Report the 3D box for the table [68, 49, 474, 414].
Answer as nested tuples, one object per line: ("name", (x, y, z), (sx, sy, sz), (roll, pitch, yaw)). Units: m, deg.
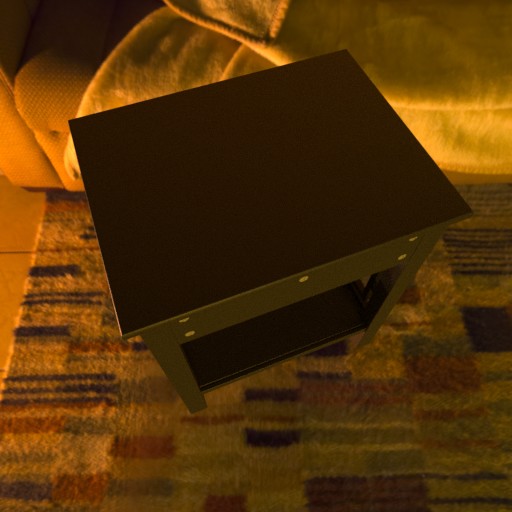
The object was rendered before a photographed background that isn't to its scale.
("table", (0.000, 0.000, 1.029), (0.564, 0.646, 0.451), (-19, 62, -11))
